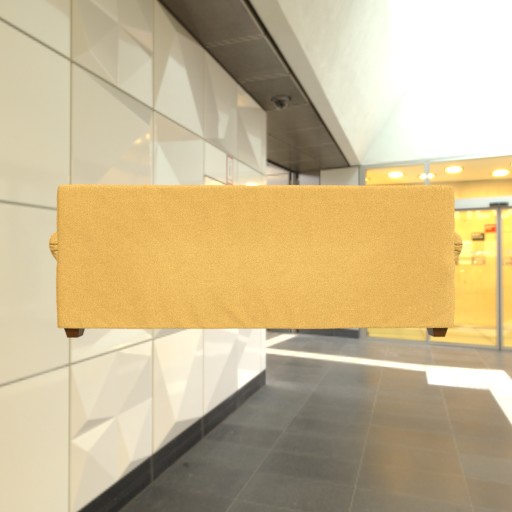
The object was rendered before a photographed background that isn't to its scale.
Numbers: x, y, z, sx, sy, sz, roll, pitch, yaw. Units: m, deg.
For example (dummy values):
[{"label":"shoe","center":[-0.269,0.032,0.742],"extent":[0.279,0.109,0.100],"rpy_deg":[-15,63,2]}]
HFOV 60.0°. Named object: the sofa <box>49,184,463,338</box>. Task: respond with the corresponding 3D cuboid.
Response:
[{"label":"sofa","center":[0.000,0.000,2.907],"extent":[2.285,0.904,1.067],"rpy_deg":[0,-1,-1]}]
